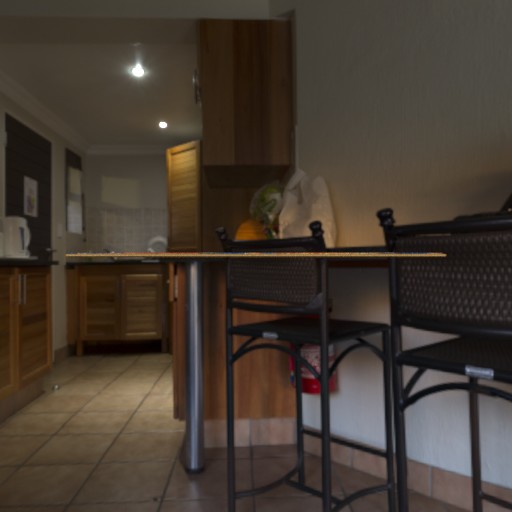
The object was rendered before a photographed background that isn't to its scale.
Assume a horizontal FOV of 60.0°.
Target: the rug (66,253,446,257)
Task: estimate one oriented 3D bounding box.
[{"bbox_3d":[0.000,0.000,2.209,1.148,0.013,1.758,0,0,0],"label":"rug"}]
